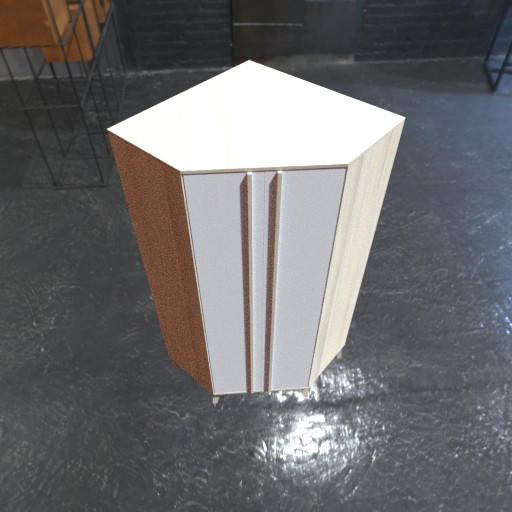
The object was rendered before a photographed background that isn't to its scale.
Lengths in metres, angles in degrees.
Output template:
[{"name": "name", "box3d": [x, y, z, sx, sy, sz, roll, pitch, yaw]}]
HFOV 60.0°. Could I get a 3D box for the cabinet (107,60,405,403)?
[{"name": "cabinet", "box3d": [0.000, 0.000, 2.696, 1.272, 1.957, 0.969, -3, 47, -3]}]
